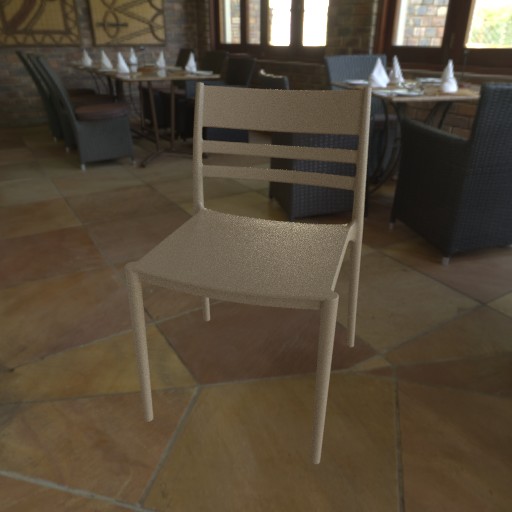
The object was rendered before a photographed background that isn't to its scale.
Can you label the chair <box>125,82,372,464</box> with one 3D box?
[{"bbox_3d":[0.000,0.000,1.152,0.531,0.800,0.511,8,27,15],"label":"chair"}]
